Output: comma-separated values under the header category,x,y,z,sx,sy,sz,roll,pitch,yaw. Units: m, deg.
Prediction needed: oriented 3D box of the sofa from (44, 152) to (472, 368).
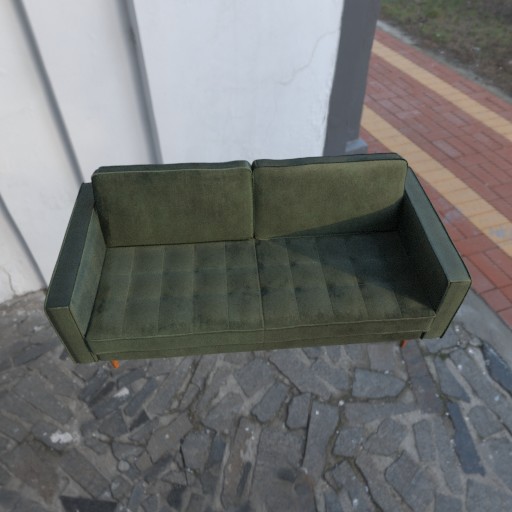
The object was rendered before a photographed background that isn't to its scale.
category,x,y,z,sx,sy,sz,roll,pitch,yaw
sofa,0.000,0.000,2.251,1.816,0.781,0.886,-3,46,-3
